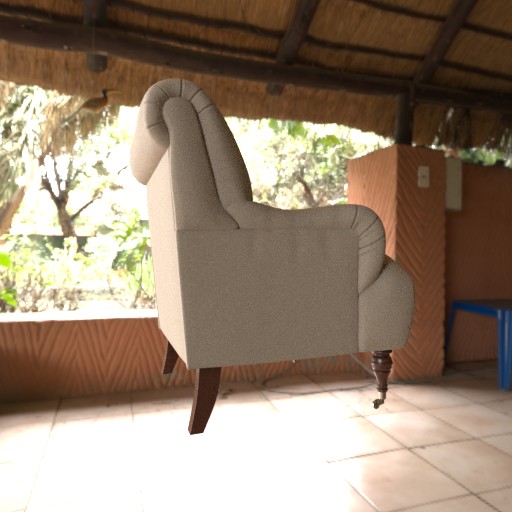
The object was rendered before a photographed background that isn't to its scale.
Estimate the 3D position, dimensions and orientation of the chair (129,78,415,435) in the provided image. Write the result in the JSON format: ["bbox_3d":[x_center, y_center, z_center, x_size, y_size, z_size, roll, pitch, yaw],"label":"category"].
[{"bbox_3d":[0.000,0.000,1.568,0.842,0.942,0.766,0,0,-19],"label":"chair"}]
